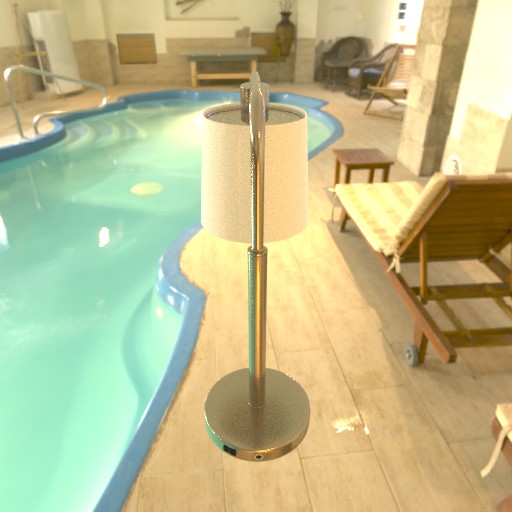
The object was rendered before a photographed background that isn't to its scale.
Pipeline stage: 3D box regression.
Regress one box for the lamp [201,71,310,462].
[{"bbox_3d":[0.000,0.000,0.654,0.171,0.489,0.333,-1,30,-1],"label":"lamp"}]
